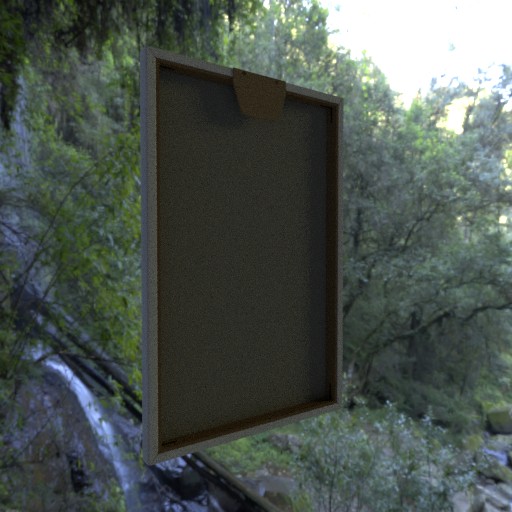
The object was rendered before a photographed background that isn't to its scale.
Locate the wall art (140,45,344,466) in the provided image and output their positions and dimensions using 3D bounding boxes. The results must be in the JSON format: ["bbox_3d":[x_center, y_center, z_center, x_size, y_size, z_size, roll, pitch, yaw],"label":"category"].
[{"bbox_3d":[0.000,0.000,1.148,0.602,0.916,0.048,-1,2,-35],"label":"wall art"}]
